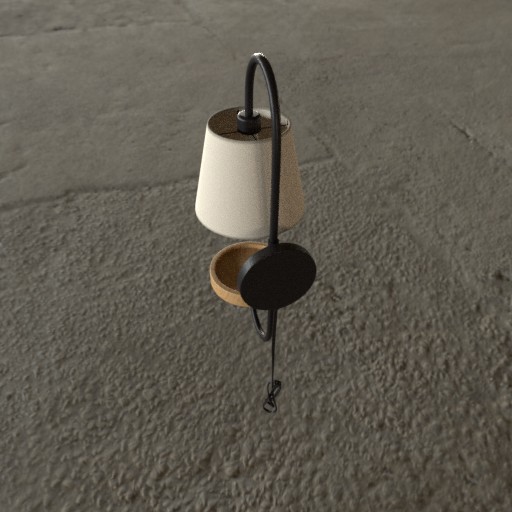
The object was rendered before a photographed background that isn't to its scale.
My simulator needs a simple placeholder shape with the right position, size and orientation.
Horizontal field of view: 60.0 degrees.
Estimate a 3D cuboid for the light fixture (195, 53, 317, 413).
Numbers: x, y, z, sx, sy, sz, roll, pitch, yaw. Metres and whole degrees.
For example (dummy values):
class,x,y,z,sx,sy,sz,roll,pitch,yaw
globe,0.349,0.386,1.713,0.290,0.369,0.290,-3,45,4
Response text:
class,x,y,z,sx,sy,sz,roll,pitch,yaw
light fixture,0.000,0.000,0.933,0.220,0.821,0.299,-12,43,-13
